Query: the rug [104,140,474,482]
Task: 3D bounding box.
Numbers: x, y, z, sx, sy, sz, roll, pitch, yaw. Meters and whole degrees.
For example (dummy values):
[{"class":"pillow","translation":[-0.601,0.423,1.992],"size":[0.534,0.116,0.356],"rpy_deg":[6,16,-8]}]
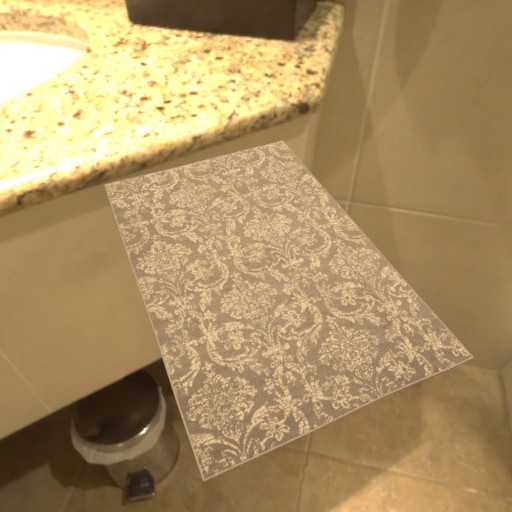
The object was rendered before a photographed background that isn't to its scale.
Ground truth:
[{"class":"rug","translation":[0.000,0.000,3.424],"size":[1.819,0.018,2.746],"rpy_deg":[-18,49,-16]}]
